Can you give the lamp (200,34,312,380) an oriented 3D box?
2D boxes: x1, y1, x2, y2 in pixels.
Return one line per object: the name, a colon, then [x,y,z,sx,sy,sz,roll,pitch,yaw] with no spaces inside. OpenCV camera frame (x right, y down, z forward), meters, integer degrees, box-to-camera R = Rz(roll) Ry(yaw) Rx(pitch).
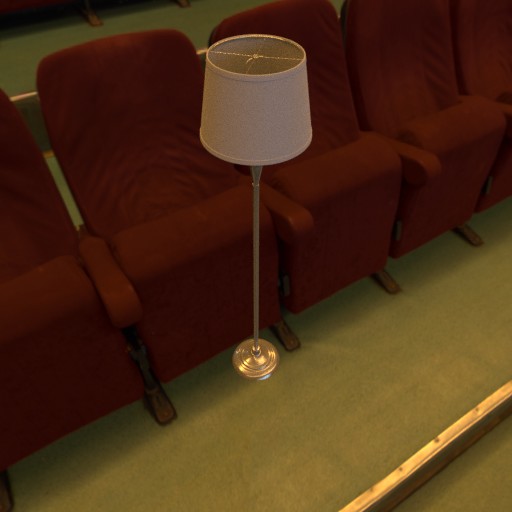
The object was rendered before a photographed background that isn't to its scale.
lamp: [0.000,0.000,1.678,0.327,1.506,0.327,-25,51,-22]
